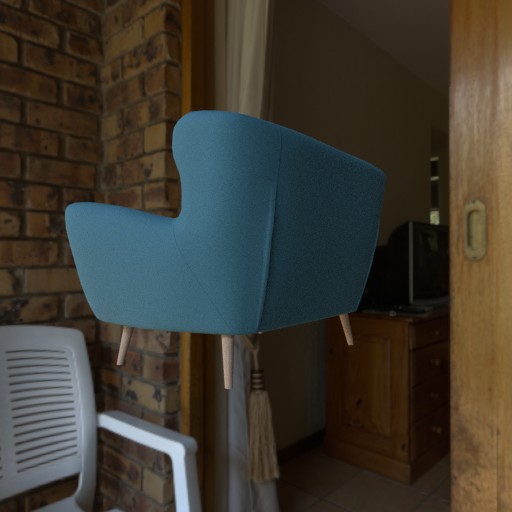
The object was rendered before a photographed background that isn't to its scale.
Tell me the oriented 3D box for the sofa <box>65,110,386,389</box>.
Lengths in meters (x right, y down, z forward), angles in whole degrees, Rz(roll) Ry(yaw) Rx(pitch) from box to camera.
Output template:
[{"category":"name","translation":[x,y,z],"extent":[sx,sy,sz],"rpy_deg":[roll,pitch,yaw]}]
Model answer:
[{"category":"sofa","translation":[0.000,0.000,2.007],"extent":[0.889,0.889,1.397],"rpy_deg":[0,-1,37]}]
